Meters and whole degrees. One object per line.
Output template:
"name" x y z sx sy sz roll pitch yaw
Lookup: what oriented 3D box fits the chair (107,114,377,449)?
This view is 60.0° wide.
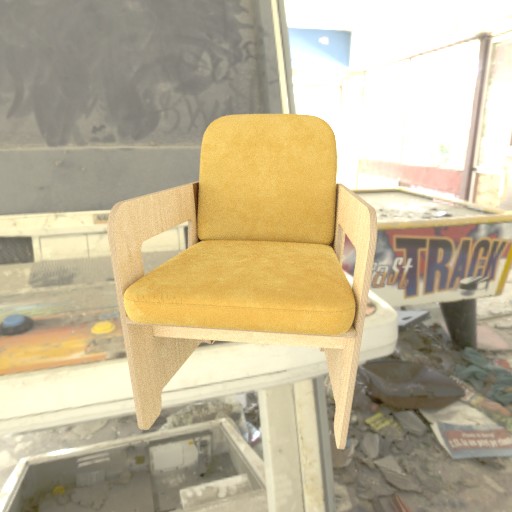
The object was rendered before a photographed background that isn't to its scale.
"chair" 0.000 0.000 1.264 0.590 0.800 0.710 2 15 8
